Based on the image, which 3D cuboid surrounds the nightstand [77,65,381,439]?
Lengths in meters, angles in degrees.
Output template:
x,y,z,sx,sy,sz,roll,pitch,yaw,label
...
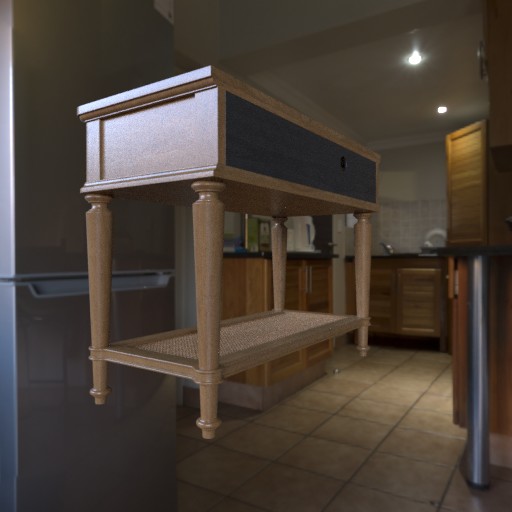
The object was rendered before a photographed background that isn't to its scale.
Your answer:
x,y,z,sx,sy,sz,roll,pitch,yaw,label
0.000,0.000,1.303,0.432,0.700,0.914,0,1,35,nightstand
